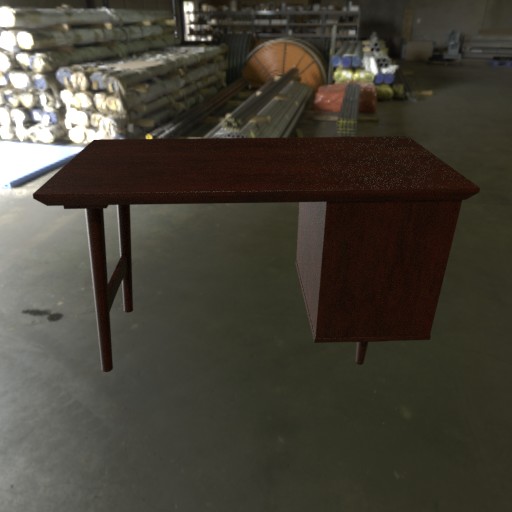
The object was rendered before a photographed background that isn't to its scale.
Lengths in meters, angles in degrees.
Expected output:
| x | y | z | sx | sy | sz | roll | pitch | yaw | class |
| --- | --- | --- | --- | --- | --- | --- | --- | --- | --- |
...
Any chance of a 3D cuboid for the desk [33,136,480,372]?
| x | y | z | sx | sy | sz | roll | pitch | yaw | class |
| --- | --- | --- | --- | --- | --- | --- | --- | --- | --- |
| 0.000 | 0.000 | 1.712 | 1.277 | 0.758 | 0.612 | -1 | 29 | -2 | desk |
